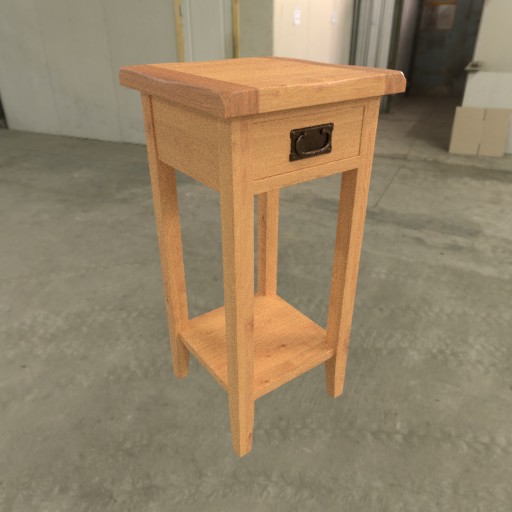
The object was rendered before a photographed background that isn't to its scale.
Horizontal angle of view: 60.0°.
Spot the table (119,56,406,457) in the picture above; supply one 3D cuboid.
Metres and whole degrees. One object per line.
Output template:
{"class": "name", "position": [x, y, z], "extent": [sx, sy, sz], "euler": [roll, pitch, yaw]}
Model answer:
{"class": "table", "position": [0.000, 0.000, 0.946], "extent": [0.360, 0.740, 0.360], "euler": [-19, 34, -31]}
